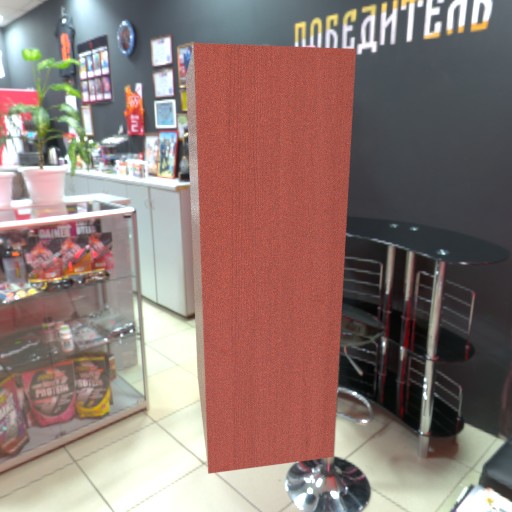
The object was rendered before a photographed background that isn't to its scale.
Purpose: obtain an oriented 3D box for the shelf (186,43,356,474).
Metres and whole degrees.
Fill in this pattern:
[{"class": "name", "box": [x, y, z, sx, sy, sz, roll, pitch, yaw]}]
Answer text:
[{"class": "shelf", "box": [0.000, 0.000, 1.090, 0.292, 0.876, 0.417, -3, 16, -10]}]
